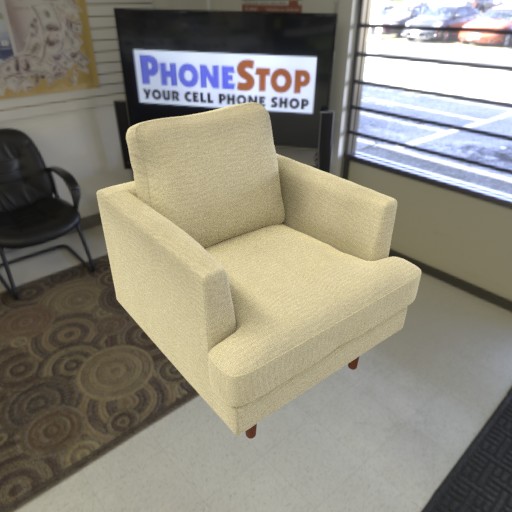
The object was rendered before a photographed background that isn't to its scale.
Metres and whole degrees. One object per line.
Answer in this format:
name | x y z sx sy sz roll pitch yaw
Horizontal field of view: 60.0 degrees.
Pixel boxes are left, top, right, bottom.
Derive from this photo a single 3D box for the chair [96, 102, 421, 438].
chair | 0.000 0.000 1.657 0.858 0.957 0.899 -22 37 -32
